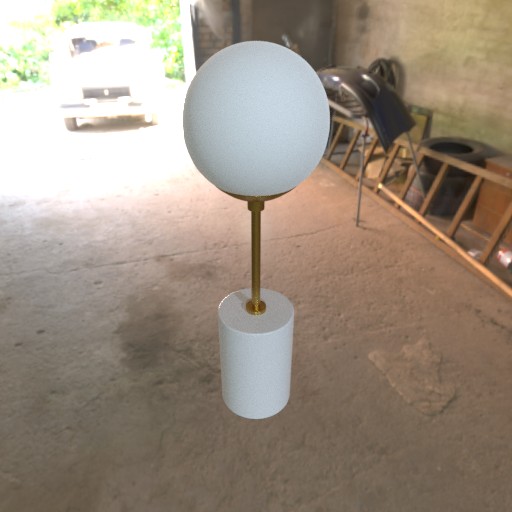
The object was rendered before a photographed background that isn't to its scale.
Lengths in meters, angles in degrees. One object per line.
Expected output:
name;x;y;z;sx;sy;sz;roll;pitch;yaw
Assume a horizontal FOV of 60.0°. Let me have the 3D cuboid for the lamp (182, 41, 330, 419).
lamp;0.000;0.000;0.549;0.153;0.480;0.153;0;31;0
